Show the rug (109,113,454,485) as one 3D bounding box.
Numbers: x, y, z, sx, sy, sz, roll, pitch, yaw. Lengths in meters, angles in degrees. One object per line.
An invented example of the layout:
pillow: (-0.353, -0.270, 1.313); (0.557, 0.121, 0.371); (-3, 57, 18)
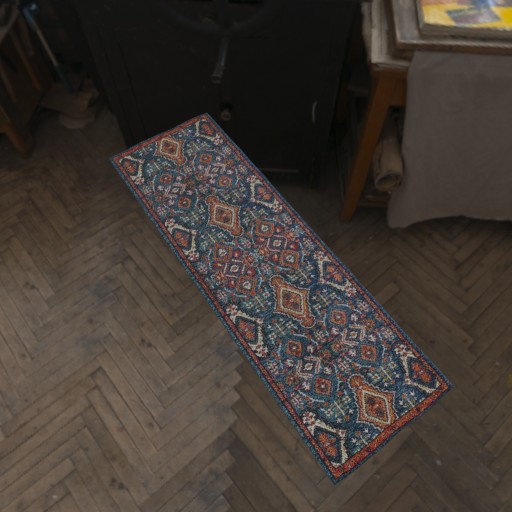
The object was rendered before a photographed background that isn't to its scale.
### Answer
rug: (0.000, 0.000, 2.678); (0.801, 0.010, 2.459); (-31, 64, -17)
